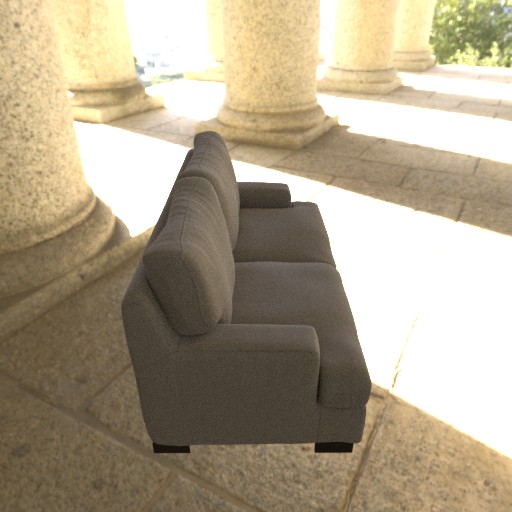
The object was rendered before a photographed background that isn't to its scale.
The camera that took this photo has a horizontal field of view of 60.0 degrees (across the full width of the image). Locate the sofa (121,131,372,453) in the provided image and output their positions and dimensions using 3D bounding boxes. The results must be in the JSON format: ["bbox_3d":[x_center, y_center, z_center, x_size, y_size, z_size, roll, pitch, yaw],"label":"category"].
[{"bbox_3d":[0.000,0.000,2.483,0.962,0.980,1.855,0,30,0],"label":"sofa"}]
